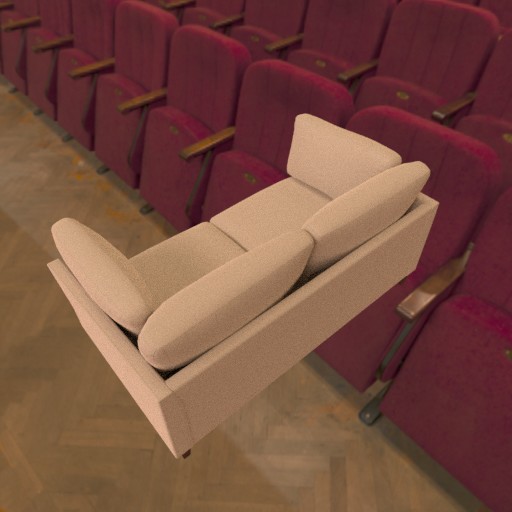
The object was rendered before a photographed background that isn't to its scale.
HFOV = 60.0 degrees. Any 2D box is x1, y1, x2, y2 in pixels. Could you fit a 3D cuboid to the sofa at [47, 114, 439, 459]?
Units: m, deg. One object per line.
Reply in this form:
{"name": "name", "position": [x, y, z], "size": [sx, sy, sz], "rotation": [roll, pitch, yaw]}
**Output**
{"name": "sofa", "position": [0.000, 0.000, 2.337], "size": [1.776, 0.836, 0.970], "rotation": [-31, 52, -28]}
